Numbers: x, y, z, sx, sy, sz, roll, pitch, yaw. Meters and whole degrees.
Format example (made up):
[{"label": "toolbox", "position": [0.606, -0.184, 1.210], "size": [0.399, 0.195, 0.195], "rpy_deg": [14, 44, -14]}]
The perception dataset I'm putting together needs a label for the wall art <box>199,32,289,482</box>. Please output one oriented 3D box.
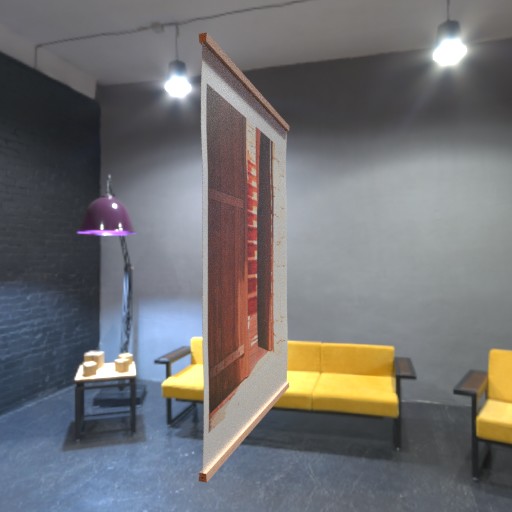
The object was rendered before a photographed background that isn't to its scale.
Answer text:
[{"label": "wall art", "position": [0.000, 0.000, 1.354], "size": [0.020, 1.013, 0.758], "rpy_deg": [0, 0, 18]}]
